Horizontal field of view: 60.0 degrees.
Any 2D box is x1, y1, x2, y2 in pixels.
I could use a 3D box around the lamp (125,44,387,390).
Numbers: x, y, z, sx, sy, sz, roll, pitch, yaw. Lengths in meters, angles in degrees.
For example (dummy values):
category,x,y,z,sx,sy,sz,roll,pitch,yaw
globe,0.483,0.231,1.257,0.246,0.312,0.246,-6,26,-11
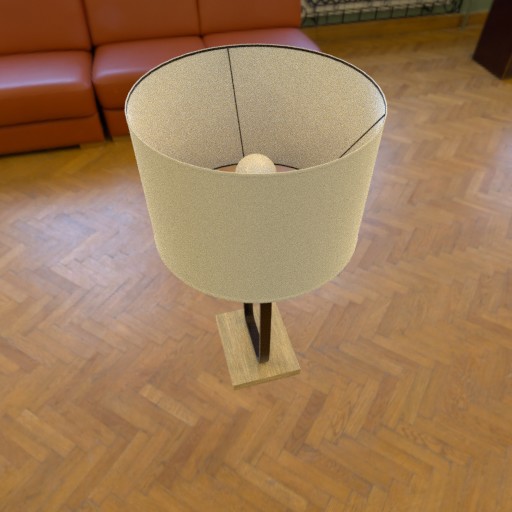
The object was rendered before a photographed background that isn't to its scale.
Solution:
category,x,y,z,sx,sy,sz,roll,pitch,yaw
lamp,0.000,0.000,0.665,0.279,0.508,0.279,-11,48,-10
